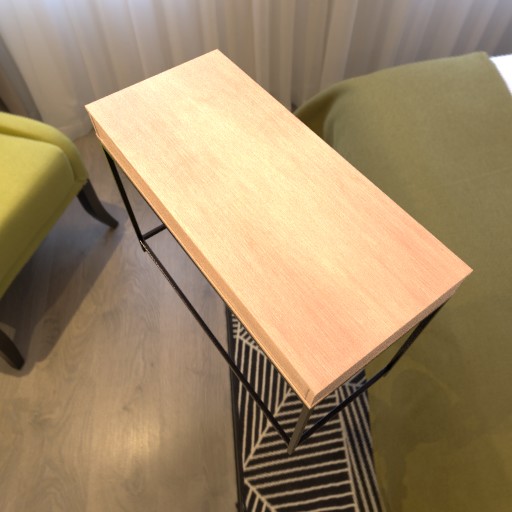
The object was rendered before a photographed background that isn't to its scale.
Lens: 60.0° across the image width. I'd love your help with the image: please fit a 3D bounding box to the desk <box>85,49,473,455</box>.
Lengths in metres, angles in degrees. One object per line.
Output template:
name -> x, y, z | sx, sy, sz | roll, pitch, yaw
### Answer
desk -> 0.000, 0.000, 1.449 | 0.470, 0.762, 1.016 | -32, 63, -18
